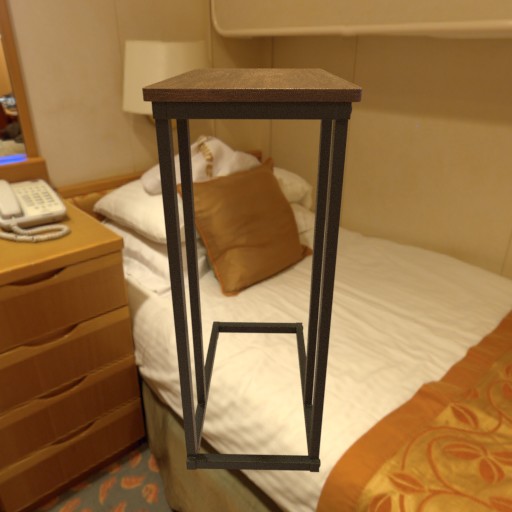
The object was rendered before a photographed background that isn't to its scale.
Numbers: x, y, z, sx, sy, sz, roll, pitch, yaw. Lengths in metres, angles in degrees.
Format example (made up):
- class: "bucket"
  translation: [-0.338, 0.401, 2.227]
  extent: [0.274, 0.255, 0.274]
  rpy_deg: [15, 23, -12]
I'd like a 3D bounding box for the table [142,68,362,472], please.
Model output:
- class: "table"
  translation: [0.000, 0.000, 0.844]
  extent: [0.254, 0.637, 0.450]
  rpy_deg: [1, 26, 1]
